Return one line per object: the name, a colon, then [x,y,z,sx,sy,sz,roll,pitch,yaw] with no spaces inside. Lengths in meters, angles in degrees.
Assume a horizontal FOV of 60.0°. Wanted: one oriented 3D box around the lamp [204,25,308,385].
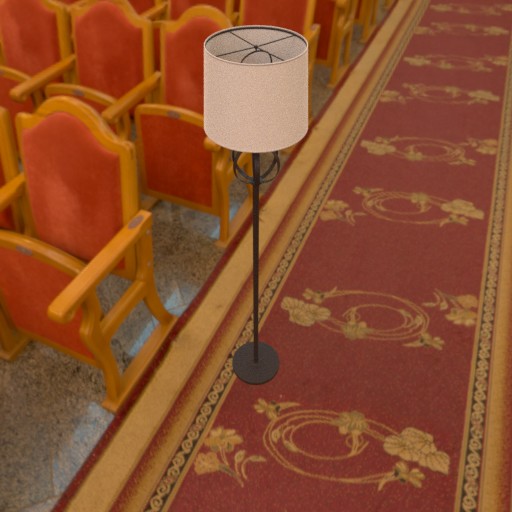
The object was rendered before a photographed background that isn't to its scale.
lamp: [0.000,0.000,1.591,0.286,1.462,0.286,18,48,17]
